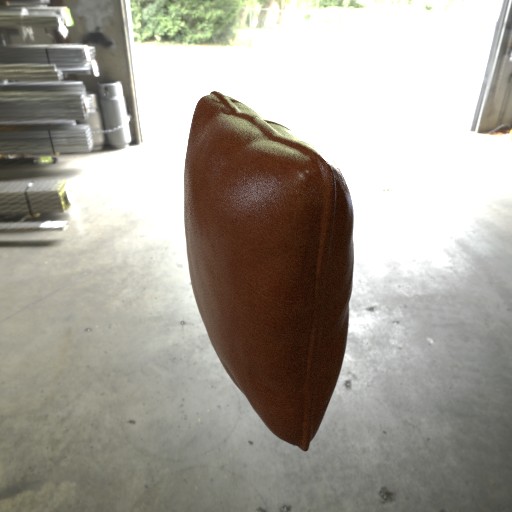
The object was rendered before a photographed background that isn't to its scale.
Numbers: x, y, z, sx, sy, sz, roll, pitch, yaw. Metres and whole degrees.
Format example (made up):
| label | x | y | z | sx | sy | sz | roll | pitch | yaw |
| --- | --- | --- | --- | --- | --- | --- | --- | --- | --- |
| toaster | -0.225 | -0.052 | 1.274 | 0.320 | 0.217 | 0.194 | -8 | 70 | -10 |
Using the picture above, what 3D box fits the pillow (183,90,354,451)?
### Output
| label | x | y | z | sx | sy | sz | roll | pitch | yaw |
| --- | --- | --- | --- | --- | --- | --- | --- | --- | --- |
| pillow | 0.000 | 0.000 | 0.829 | 0.236 | 0.523 | 0.532 | -11 | 32 | -18 |
